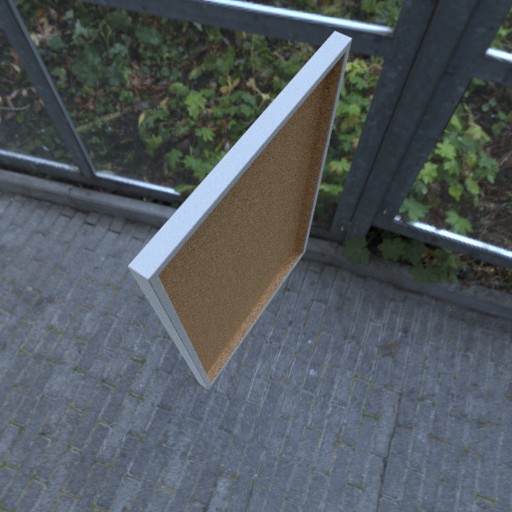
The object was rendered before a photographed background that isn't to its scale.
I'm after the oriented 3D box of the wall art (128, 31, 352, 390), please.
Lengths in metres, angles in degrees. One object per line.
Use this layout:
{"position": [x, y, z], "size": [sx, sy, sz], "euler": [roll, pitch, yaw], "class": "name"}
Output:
{"position": [0.000, 0.000, 1.159], "size": [0.038, 0.914, 0.610], "euler": [31, 68, 14], "class": "wall art"}
